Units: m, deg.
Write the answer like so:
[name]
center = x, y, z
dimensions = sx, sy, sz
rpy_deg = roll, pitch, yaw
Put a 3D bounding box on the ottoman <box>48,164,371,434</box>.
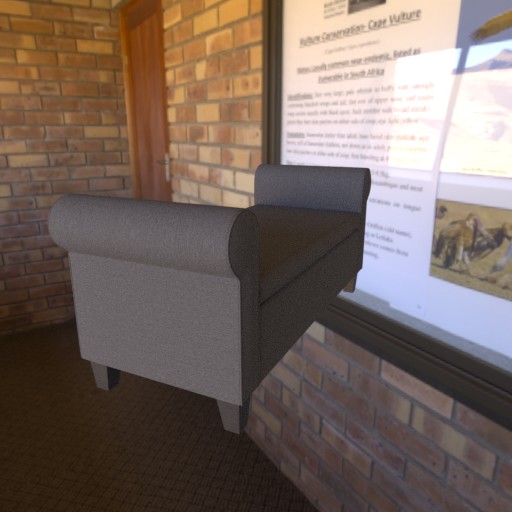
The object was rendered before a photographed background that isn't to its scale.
[ottoman]
center = 0.000, 0.000, 1.558
dimensions = 0.521, 0.547, 1.256
rpy_deg = 8, 18, 25
